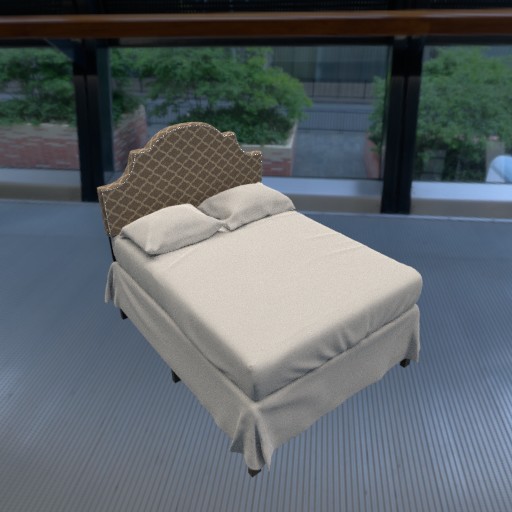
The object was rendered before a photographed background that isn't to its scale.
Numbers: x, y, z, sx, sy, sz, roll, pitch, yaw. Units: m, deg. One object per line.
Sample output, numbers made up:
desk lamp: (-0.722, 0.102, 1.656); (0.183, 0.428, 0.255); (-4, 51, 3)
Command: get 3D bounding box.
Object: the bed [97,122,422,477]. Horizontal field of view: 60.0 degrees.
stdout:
bed: (0.000, 0.000, 3.383); (1.780, 1.633, 2.222); (-21, 37, -32)
